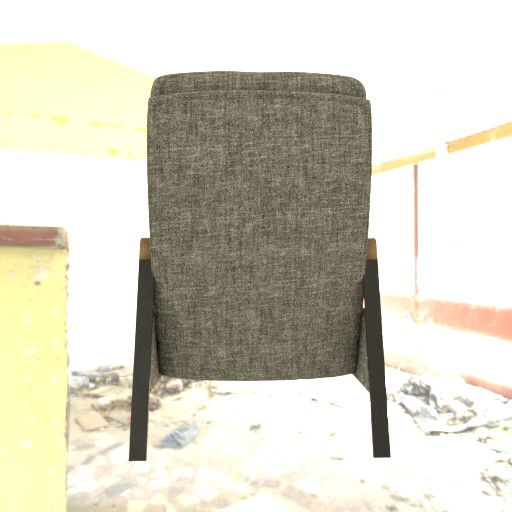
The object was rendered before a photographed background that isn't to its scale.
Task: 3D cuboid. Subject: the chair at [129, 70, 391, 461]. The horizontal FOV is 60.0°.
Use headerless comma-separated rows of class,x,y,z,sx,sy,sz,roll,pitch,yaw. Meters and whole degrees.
chair,0.000,0.000,1.565,0.671,1.042,0.868,0,0,-2
